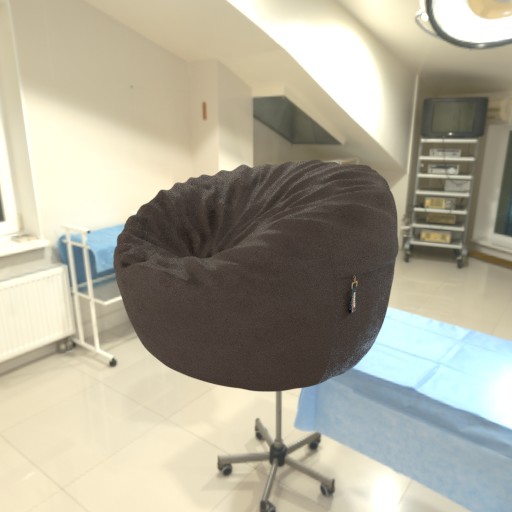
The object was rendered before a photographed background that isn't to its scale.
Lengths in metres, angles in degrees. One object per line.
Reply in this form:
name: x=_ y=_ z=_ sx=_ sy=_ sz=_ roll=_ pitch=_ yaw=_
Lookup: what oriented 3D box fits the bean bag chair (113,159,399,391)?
bean bag chair: x=0.000 y=0.000 z=2.048 sx=1.245 sy=0.821 sz=1.245 roll=0 pitch=17 yaw=0
